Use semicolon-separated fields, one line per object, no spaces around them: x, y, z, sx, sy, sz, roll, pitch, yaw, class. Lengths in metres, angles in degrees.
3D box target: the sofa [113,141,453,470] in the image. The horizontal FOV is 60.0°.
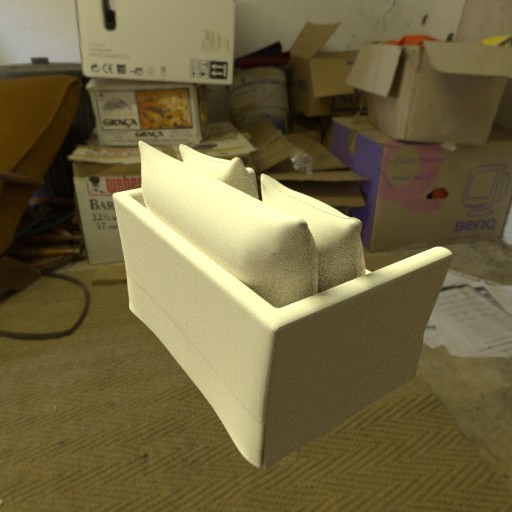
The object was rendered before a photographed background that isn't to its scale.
0.000;0.000;2.344;1.026;1.039;1.608;-17;32;-30;sofa
